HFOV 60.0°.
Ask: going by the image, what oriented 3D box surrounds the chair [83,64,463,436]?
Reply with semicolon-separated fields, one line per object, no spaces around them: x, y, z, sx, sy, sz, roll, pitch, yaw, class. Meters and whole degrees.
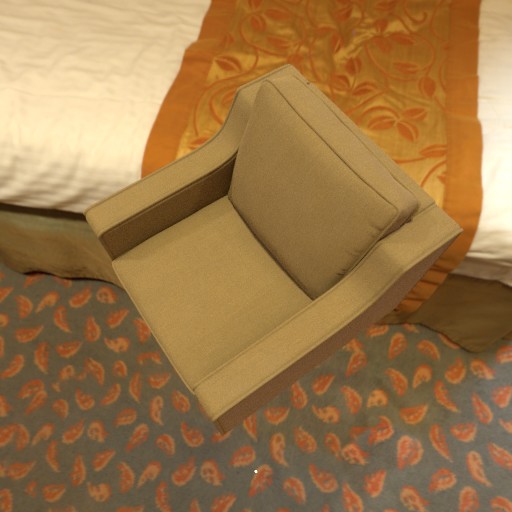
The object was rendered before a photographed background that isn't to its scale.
0.000;0.000;1.622;0.909;0.960;0.831;-32;68;-15;chair
